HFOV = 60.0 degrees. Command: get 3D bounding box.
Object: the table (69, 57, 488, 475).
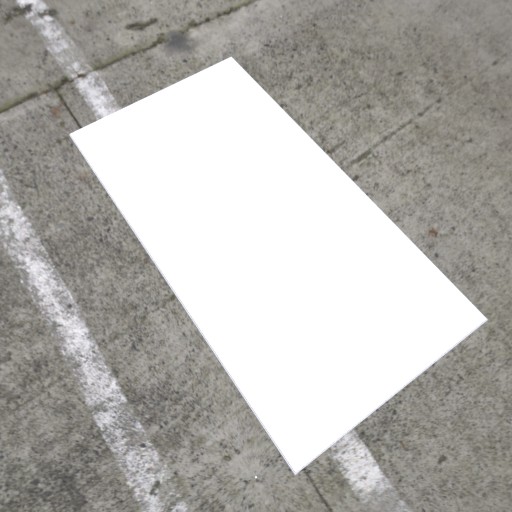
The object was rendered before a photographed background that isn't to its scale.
[{"bbox_3d":[0.000,0.000,1.346,0.559,0.457,1.067,-32,68,-15],"label":"table"}]
